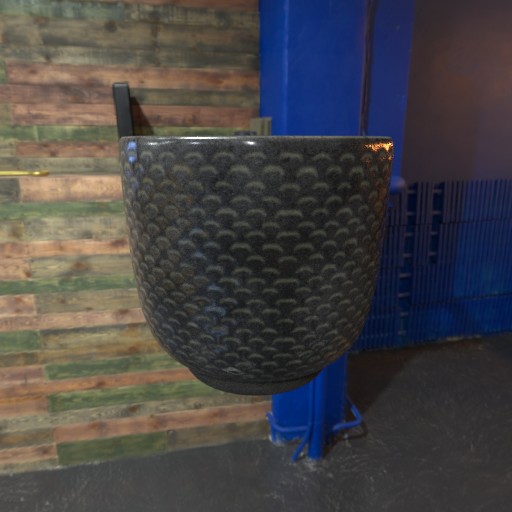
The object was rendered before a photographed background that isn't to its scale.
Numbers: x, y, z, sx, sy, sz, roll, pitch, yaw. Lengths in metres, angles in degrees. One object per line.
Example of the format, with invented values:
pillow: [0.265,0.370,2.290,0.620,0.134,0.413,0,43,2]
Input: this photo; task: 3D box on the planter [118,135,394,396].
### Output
planter: [0.000,0.000,0.249,0.140,0.129,0.140,0,15,0]
